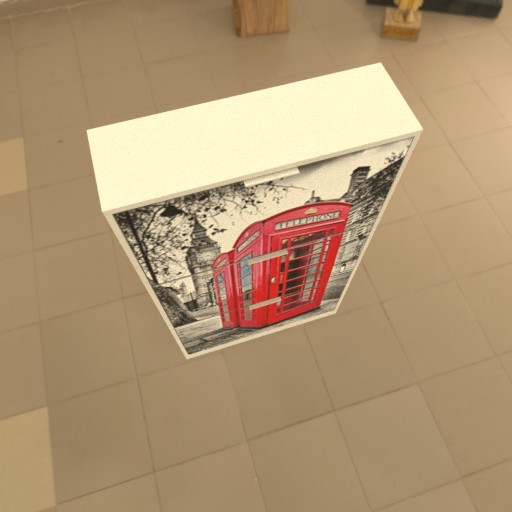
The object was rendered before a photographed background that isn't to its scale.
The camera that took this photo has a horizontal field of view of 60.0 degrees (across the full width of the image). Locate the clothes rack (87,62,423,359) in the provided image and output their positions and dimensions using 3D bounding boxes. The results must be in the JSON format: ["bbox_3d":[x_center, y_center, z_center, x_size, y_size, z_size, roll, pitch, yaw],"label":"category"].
[{"bbox_3d":[0.000,0.000,1.602,0.750,1.280,0.250,-16,64,-8],"label":"clothes rack"}]
